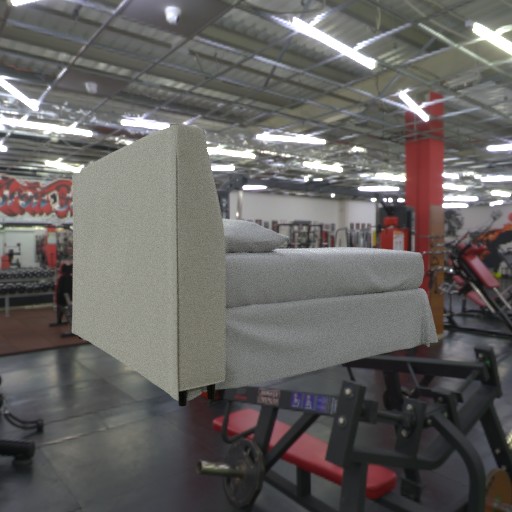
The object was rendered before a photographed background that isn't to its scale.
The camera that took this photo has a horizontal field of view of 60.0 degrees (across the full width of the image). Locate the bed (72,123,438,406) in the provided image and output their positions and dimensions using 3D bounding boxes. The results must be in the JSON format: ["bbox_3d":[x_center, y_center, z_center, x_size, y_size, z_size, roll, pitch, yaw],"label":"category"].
[{"bbox_3d":[0.000,0.000,3.429,2.276,1.332,1.925,-1,2,-36],"label":"bed"}]
